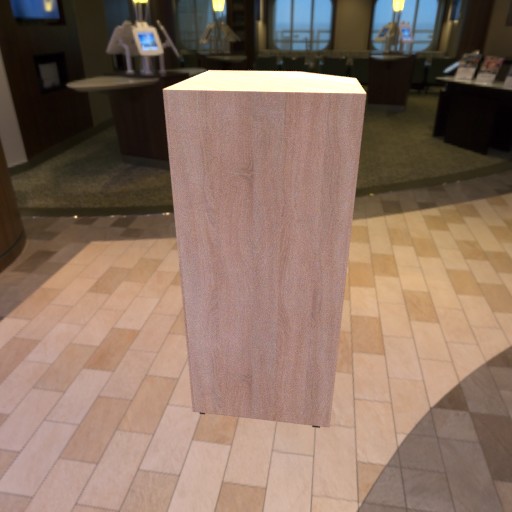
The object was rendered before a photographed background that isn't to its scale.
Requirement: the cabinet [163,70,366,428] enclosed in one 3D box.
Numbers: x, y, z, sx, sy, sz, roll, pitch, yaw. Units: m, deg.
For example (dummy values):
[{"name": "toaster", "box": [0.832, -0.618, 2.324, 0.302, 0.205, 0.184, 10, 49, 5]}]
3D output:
[{"name": "cabinet", "box": [0.000, 0.000, 2.870, 1.094, 2.120, 1.327, -19, 33, -32]}]
